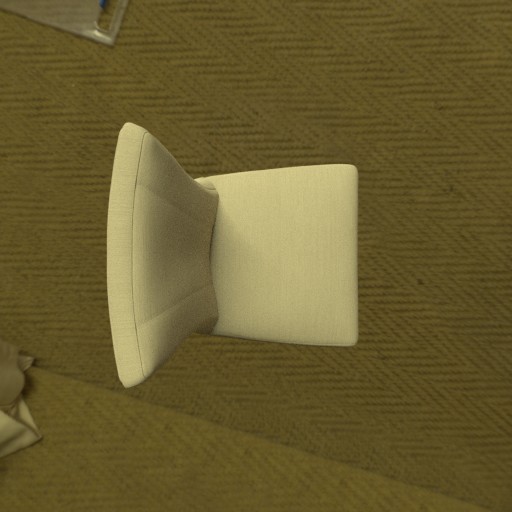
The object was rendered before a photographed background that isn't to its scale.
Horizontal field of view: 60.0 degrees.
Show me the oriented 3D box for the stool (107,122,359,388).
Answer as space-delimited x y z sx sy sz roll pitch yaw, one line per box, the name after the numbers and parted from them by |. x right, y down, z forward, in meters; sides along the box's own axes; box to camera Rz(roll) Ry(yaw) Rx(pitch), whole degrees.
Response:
0.000 0.000 1.323 0.574 1.000 0.514 0 90 0 | stool
